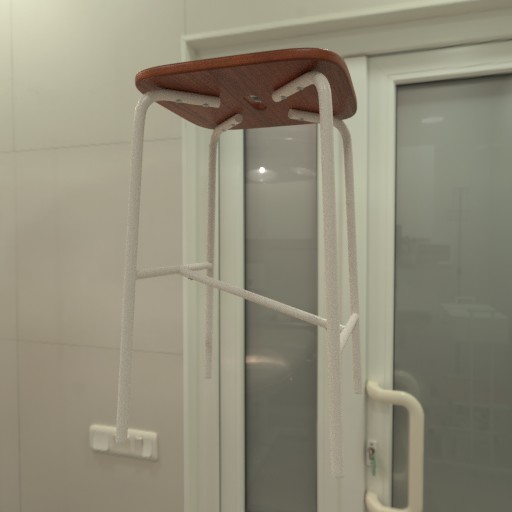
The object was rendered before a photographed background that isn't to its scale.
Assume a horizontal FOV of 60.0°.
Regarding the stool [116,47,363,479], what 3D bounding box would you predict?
[{"bbox_3d":[0.000,0.000,0.845,0.376,0.610,0.376,1,2,17],"label":"stool"}]
